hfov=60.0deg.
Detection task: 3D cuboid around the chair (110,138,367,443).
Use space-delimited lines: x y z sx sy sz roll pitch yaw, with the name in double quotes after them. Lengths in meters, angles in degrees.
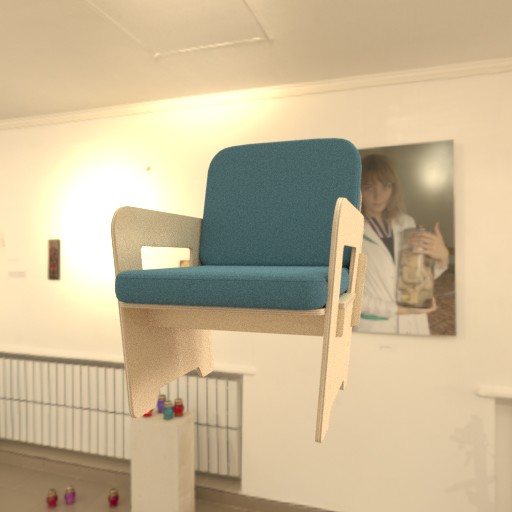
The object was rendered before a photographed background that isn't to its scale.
0.000 0.000 1.187 0.547 0.747 0.657 0 0 18 "chair"
